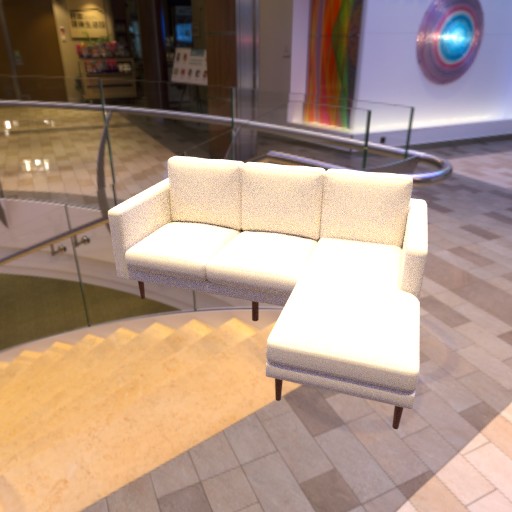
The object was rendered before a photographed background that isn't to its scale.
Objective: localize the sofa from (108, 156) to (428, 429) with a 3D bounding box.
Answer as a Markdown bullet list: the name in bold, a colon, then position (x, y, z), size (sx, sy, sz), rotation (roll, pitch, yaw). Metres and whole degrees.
- **sofa**: position (0.000, 0.000, 2.853), size (2.029, 0.899, 1.580), rotation (8, 27, 17)
